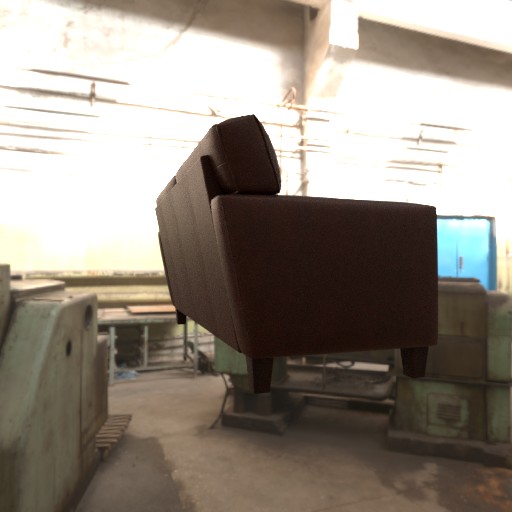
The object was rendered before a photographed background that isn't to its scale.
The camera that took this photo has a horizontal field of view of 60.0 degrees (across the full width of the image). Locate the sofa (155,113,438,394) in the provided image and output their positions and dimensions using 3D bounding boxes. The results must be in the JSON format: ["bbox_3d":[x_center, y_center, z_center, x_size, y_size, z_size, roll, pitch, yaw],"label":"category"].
[{"bbox_3d":[0.000,0.000,2.369,0.912,0.928,1.876,0,-1,-18],"label":"sofa"}]
